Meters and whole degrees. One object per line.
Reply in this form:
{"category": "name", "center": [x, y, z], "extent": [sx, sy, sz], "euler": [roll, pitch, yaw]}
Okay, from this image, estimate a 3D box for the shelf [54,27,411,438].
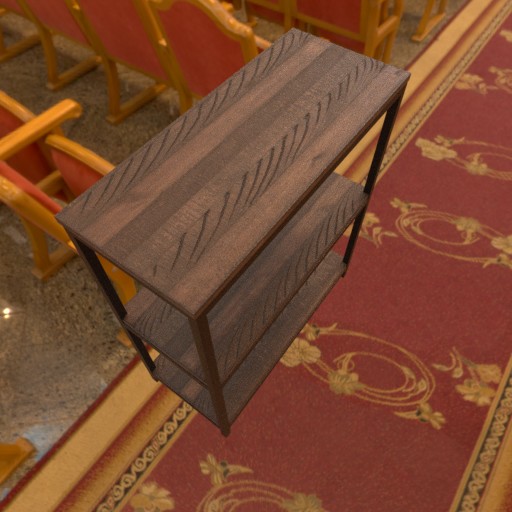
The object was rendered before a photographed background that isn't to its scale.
{"category": "shelf", "center": [0.000, 0.000, 1.364], "extent": [0.352, 0.947, 0.822], "euler": [31, 62, 19]}
